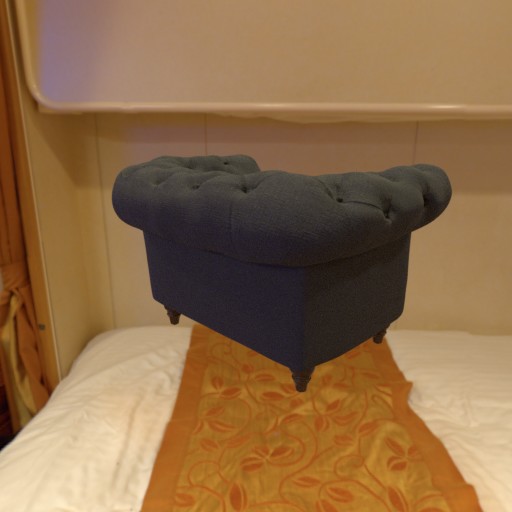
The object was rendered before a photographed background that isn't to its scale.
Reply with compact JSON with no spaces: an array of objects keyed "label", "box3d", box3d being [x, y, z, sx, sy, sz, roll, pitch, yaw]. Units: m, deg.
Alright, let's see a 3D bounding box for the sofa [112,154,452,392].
[{"label":"sofa","box3d":[0.000,0.000,2.075,1.032,0.878,1.405,-16,22,-42]}]
